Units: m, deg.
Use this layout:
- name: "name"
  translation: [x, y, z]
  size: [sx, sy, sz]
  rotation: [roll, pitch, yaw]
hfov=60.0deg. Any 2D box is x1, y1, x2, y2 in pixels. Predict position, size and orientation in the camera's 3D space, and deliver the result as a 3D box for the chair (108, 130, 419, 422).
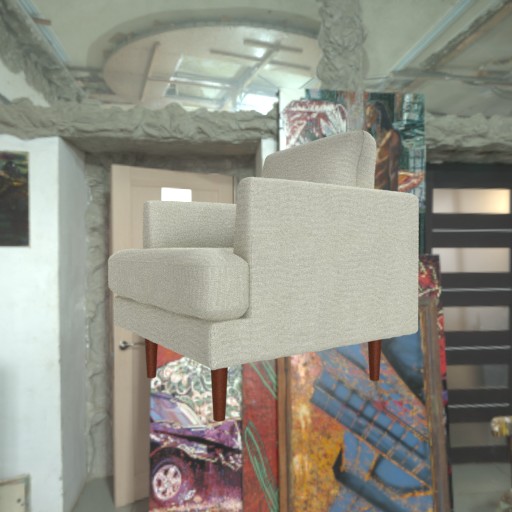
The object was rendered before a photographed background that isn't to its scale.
- name: "chair"
  translation: [0.000, 0.000, 1.697]
  size: [0.899, 0.957, 0.858]
  rotation: [-1, 1, -35]
